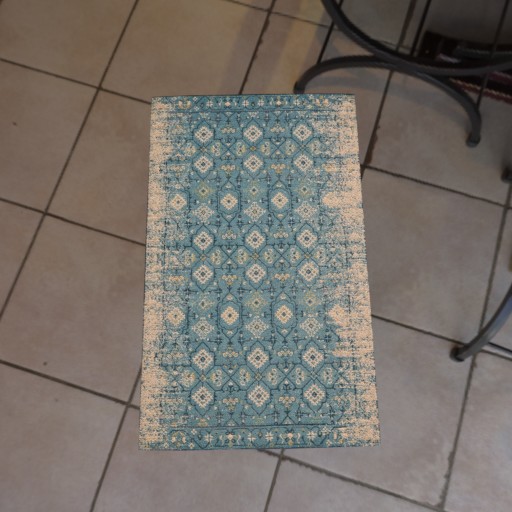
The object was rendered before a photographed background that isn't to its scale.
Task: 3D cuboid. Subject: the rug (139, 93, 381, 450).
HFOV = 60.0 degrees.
[{"bbox_3d":[0.000,0.000,2.204,1.102,0.008,1.795,-1,77,0],"label":"rug"}]
